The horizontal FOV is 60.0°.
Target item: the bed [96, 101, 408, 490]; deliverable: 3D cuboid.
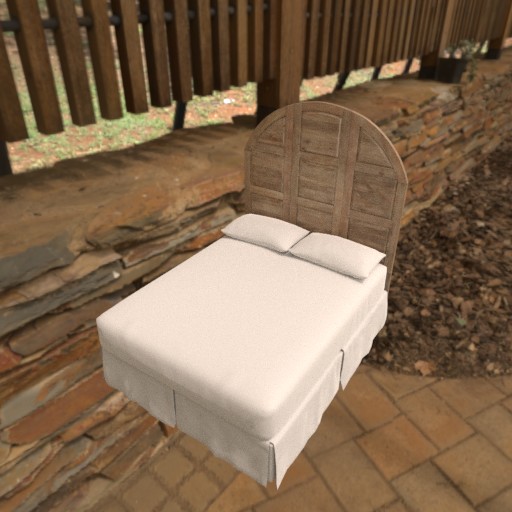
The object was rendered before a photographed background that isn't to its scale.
[{"bbox_3d":[0.000,0.000,3.493,1.713,2.002,2.112,19,35,29],"label":"bed"}]
